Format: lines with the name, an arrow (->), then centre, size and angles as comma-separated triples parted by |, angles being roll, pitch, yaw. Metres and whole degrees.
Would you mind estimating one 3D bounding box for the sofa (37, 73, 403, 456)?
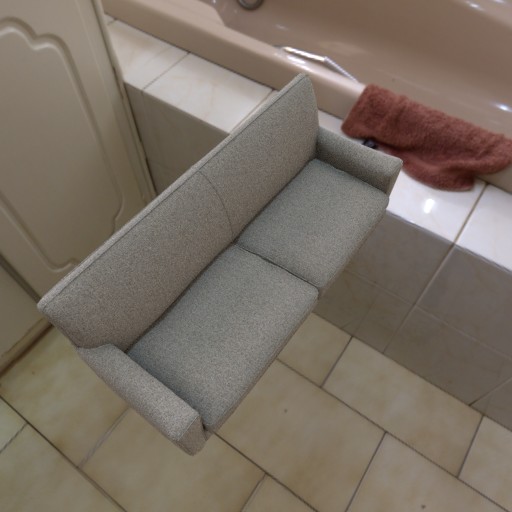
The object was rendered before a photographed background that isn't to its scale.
sofa -> 0.000, 0.000, 2.520 | 0.854, 0.942, 2.026 | 33, 63, 19
